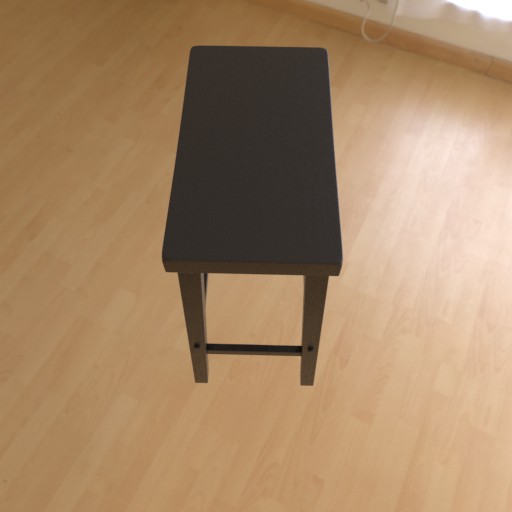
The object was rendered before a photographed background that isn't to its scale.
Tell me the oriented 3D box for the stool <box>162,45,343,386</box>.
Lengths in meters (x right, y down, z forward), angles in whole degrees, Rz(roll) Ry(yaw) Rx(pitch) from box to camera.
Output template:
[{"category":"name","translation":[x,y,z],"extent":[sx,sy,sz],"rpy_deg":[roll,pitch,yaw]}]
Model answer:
[{"category":"stool","translation":[0.000,0.000,0.976],"extent":[0.322,0.742,0.406],"rpy_deg":[1,62,1]}]
